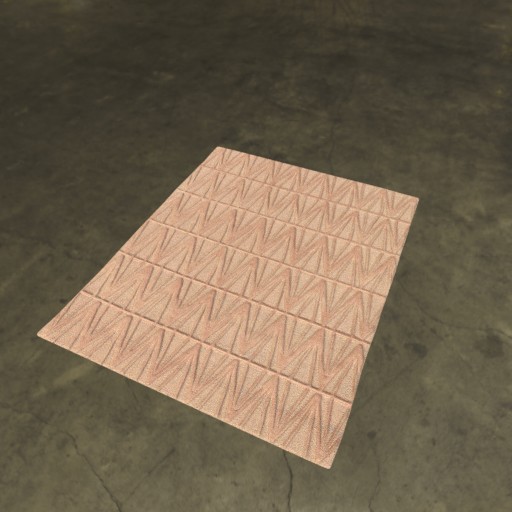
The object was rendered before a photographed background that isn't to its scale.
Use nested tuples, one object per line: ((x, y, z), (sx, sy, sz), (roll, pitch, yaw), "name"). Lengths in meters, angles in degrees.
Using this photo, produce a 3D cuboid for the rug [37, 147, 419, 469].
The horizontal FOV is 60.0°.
((0.000, 0.000, 4.129), (2.453, 0.043, 3.052), (18, 48, 17), "rug")
